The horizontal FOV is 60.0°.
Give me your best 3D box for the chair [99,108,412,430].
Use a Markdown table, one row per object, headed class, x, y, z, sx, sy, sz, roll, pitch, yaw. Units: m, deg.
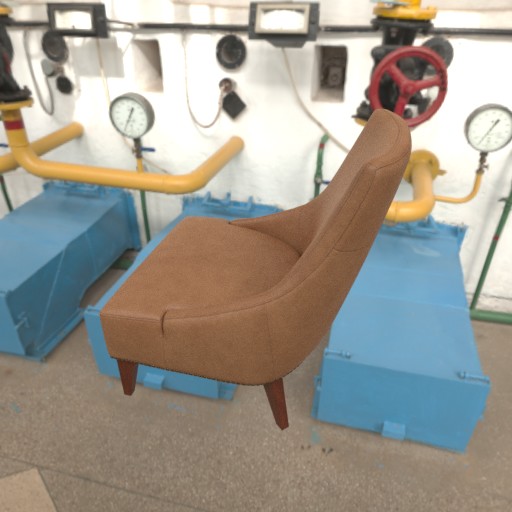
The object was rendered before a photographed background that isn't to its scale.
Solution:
| class | x | y | z | sx | sy | sz | roll | pitch | yaw |
| --- | --- | --- | --- | --- | --- | --- | --- | --- | --- |
| chair | 0.000 | 0.000 | 1.504 | 0.861 | 0.909 | 0.701 | 8 | 33 | 13 |
